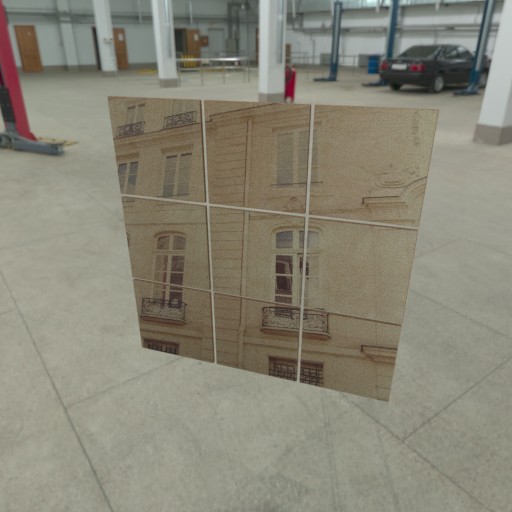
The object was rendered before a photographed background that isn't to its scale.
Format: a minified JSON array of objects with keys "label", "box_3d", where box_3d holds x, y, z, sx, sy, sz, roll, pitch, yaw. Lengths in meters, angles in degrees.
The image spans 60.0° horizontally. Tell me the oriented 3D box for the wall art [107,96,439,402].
[{"label":"wall art","box_3d":[0.000,0.000,1.381,0.915,0.913,0.018,8,27,16]}]
